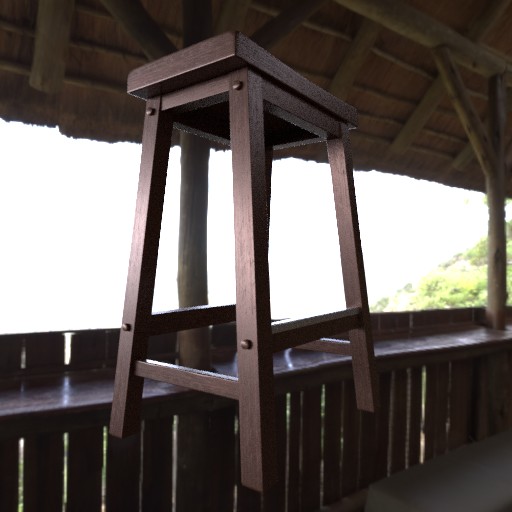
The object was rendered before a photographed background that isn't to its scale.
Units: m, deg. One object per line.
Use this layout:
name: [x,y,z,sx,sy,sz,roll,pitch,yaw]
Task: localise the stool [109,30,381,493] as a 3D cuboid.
stool: [0.000,0.000,0.824,0.322,0.610,0.406,0,-1,37]
